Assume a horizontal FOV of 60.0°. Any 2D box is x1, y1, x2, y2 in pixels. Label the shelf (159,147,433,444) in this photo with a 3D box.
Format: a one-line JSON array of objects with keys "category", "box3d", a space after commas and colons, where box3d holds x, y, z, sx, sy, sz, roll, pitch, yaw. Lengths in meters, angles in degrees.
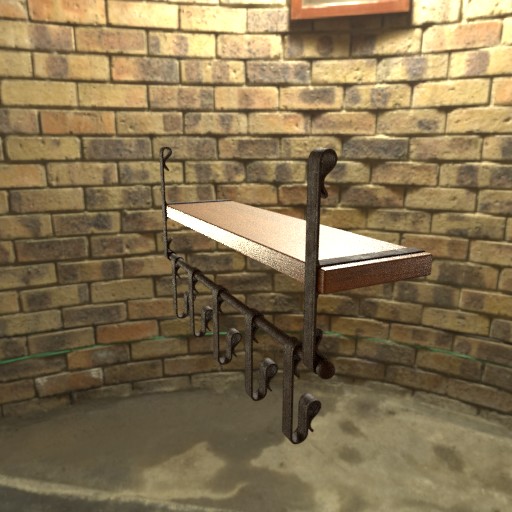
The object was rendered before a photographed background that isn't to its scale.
[{"category": "shelf", "box3d": [0.000, 0.000, 0.693, 0.146, 0.330, 0.567, -7, 16, -26]}]
